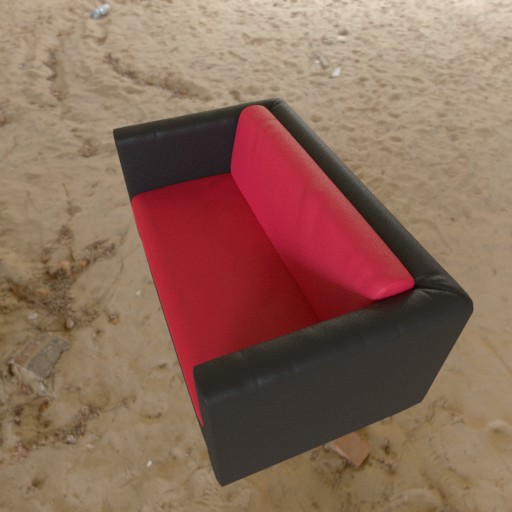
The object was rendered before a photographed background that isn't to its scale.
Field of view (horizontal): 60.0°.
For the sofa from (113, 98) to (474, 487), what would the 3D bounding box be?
[{"bbox_3d":[0.000,0.000,1.849,0.845,0.735,1.410,-16,48,-15],"label":"sofa"}]
